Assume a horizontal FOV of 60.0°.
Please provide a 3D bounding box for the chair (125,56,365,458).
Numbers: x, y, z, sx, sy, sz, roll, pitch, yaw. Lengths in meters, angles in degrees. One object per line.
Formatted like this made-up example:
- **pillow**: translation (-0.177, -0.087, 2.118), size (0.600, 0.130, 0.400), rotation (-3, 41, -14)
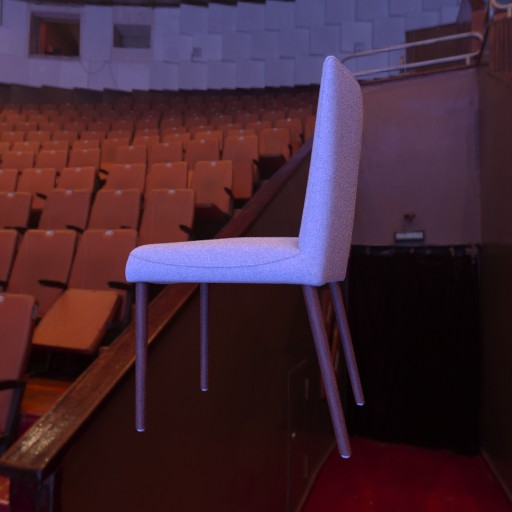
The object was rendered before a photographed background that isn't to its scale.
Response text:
- **chair**: translation (0.000, 0.000, 1.204), size (0.570, 0.859, 0.456), rotation (0, -2, 18)
